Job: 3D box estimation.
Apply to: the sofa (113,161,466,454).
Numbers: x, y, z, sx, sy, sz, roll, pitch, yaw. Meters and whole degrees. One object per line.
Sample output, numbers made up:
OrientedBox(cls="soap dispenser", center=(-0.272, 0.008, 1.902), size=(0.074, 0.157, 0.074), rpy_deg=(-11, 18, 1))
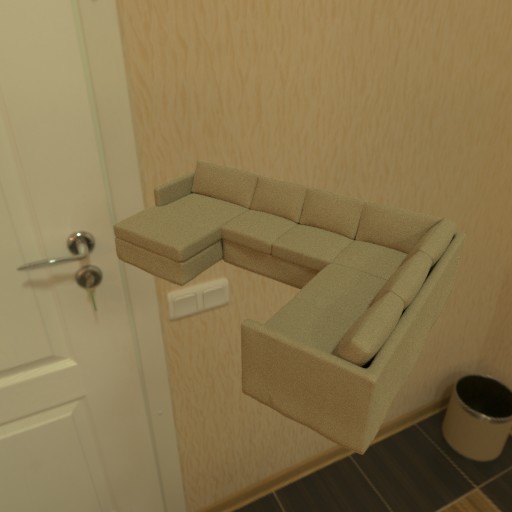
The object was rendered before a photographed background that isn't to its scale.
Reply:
OrientedBox(cls="sofa", center=(0.000, 0.000, 4.534), size=(3.528, 0.878, 2.476), rpy_deg=(19, 35, 29))
